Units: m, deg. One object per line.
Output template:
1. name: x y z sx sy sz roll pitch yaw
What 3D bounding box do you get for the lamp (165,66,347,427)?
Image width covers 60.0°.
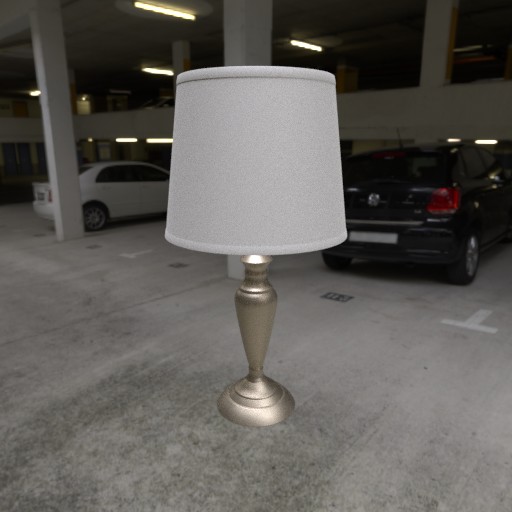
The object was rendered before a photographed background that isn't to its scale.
1. lamp: 0.000 0.000 0.825 0.328 0.619 0.328 0 15 0
